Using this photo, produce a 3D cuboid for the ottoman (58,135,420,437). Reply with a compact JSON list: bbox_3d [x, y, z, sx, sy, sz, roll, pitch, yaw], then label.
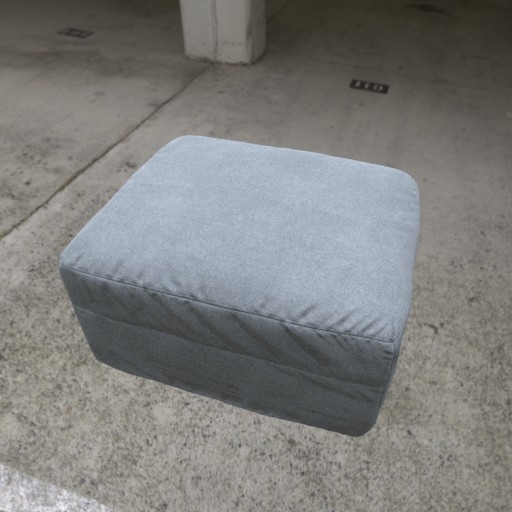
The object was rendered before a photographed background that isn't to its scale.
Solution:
[{"bbox_3d":[0.000,0.000,1.263,0.837,0.481,0.683,13,43,14],"label":"ottoman"}]
